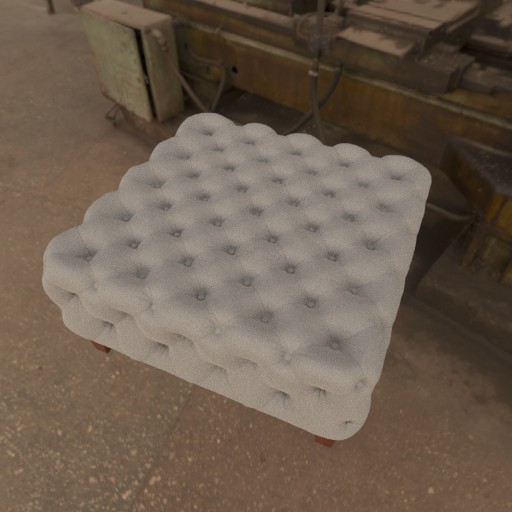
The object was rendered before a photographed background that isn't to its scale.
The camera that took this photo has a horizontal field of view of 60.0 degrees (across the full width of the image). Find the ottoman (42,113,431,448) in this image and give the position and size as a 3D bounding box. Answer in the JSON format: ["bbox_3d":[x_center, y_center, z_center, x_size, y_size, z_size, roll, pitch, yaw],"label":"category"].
[{"bbox_3d":[0.000,0.000,1.417,0.917,0.439,0.911,17,48,16],"label":"ottoman"}]
